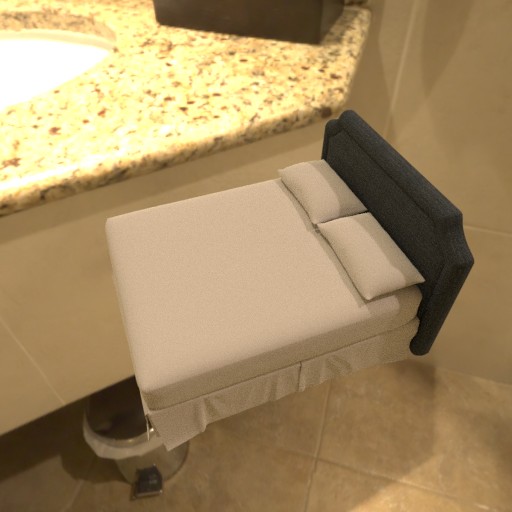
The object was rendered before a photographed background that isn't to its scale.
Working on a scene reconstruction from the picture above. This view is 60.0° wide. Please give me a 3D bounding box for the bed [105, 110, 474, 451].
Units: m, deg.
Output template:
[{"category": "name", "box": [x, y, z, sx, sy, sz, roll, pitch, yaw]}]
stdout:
[{"category": "bed", "box": [0.000, 0.000, 3.324, 2.208, 1.297, 1.828, -15, 48, -14]}]
